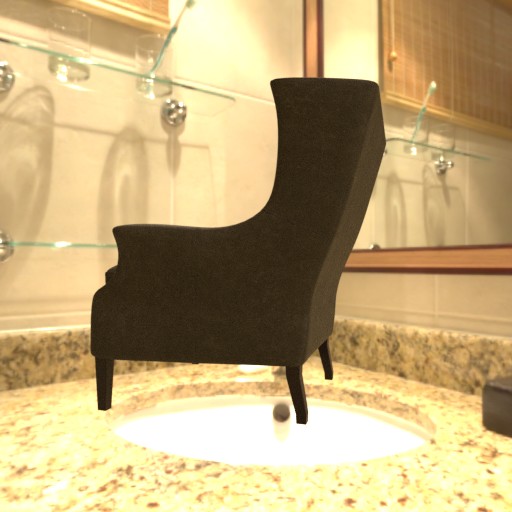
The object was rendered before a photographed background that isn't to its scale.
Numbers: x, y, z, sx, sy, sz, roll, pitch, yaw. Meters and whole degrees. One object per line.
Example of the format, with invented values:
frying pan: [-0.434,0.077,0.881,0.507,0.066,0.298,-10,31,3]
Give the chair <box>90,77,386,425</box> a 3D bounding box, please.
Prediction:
chair: [0.000,0.000,1.669,0.926,1.016,0.853,0,-1,18]
